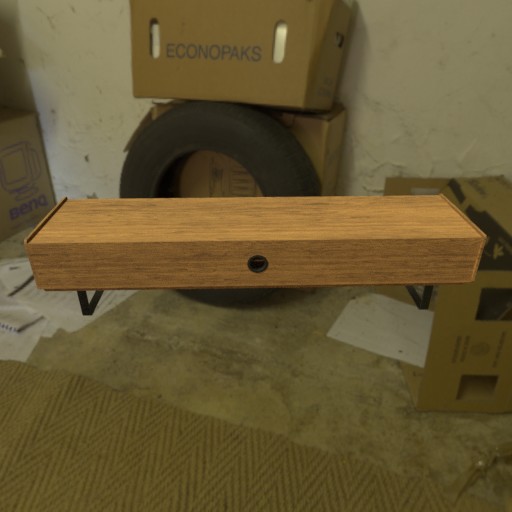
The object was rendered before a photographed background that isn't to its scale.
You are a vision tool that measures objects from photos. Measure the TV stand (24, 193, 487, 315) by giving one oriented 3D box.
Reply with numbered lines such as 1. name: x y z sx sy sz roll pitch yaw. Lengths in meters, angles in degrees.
1. TV stand: 0.000 0.000 2.016 1.796 0.415 0.467 -1 30 -1
